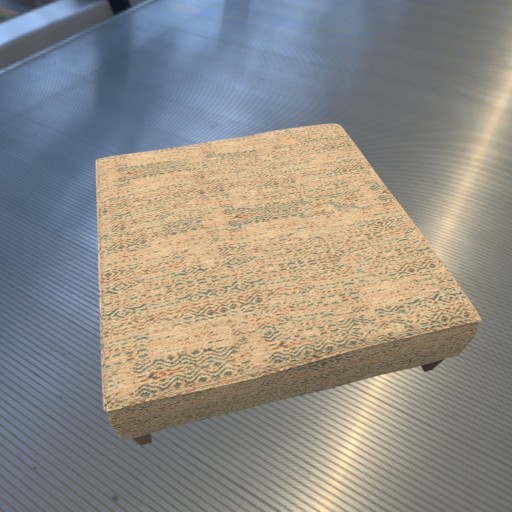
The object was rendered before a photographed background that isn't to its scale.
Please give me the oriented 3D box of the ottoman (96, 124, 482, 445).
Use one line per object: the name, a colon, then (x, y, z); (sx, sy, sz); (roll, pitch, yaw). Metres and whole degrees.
ottoman: (0.000, 0.000, 1.490); (0.968, 0.356, 1.004); (-11, 48, -10)
